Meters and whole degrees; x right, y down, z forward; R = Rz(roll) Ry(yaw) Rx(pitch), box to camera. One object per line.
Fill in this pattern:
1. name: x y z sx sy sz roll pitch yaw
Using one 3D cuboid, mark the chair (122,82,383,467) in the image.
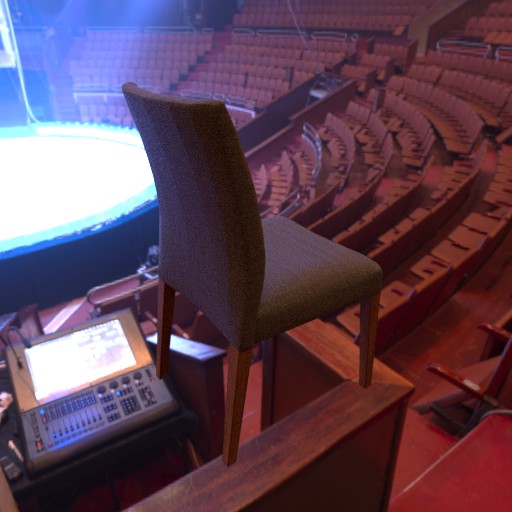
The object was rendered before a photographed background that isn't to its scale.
1. chair: 0.000 0.000 1.281 0.585 0.940 0.496 -19 32 -32
